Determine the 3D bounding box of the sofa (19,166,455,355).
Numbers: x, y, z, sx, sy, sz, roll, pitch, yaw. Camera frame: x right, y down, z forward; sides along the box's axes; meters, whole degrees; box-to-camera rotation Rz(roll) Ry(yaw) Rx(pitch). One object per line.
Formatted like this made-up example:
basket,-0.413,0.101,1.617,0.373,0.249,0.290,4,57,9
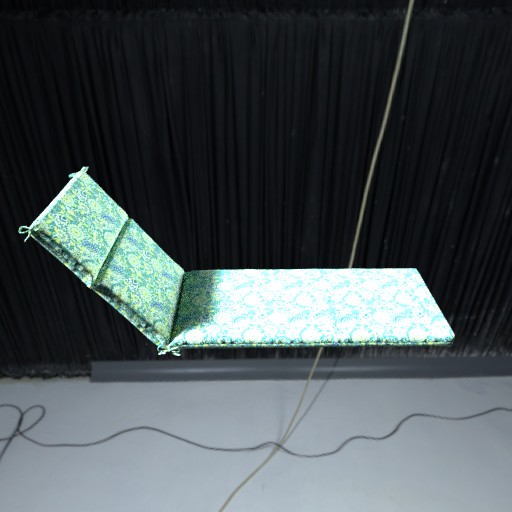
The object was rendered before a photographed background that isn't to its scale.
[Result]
sofa,0.000,0.000,1.919,1.663,0.622,0.582,0,32,-1
